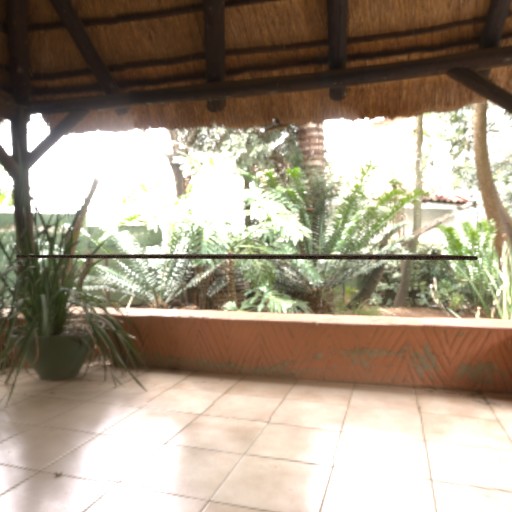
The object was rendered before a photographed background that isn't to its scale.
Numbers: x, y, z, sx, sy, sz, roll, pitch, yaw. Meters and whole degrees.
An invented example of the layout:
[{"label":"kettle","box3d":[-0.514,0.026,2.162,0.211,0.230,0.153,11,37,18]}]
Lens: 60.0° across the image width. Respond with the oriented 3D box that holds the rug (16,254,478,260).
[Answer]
[{"label":"rug","box3d":[0.000,0.000,2.821,2.298,0.017,1.501,0,0,16]}]
